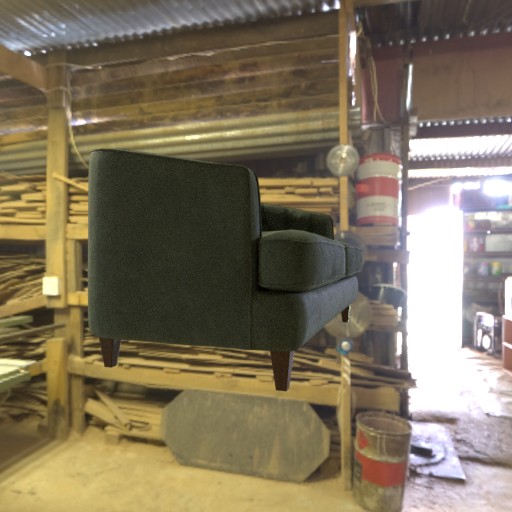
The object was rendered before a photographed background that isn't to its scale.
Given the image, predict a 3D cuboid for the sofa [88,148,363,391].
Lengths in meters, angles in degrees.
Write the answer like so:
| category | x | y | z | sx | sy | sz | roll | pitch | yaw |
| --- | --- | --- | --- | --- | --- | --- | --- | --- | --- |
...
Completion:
| category | x | y | z | sx | sy | sz | roll | pitch | yaw |
| --- | --- | --- | --- | --- | --- | --- | --- | --- | --- |
| sofa | 0.000 | 0.000 | 2.264 | 0.941 | 0.855 | 1.733 | 0 | 0 | 18 |
